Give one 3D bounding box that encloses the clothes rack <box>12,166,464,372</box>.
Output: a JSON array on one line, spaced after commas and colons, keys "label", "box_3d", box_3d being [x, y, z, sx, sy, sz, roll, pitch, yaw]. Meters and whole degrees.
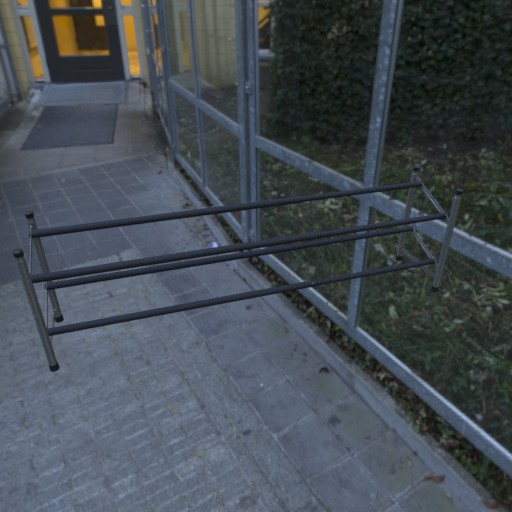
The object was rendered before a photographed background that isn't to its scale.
[{"label": "clothes rack", "box_3d": [0.000, 0.000, 1.277, 1.168, 0.349, 0.229, -9, 32, -15]}]
